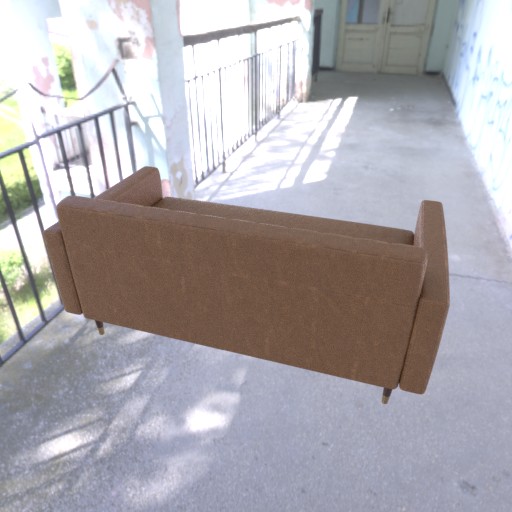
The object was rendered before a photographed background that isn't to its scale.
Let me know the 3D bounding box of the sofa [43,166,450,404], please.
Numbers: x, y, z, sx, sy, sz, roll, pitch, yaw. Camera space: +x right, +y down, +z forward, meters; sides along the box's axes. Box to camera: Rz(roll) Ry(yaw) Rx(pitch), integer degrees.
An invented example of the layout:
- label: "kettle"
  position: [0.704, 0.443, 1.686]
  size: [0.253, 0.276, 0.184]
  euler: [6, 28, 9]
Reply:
- label: "sofa"
  position: [0.000, 0.000, 2.378]
  size: [1.847, 0.821, 0.993]
  euler: [10, 33, 15]
